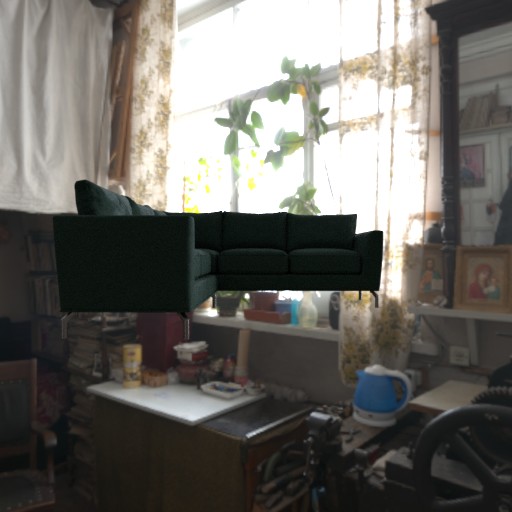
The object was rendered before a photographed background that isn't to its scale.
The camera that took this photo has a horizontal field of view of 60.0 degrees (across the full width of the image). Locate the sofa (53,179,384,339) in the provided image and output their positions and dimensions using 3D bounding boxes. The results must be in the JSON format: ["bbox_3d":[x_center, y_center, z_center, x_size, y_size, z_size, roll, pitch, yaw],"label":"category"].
[{"bbox_3d":[0.000,0.000,3.883,2.452,1.004,2.468,0,0,1],"label":"sofa"}]
